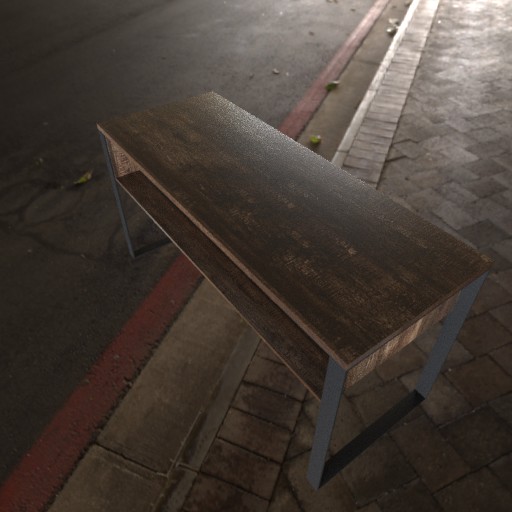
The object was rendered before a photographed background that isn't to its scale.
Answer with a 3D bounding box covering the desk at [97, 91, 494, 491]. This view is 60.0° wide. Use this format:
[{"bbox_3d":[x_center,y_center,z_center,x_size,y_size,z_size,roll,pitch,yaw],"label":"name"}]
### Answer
[{"bbox_3d":[0.000,0.000,1.861,0.599,0.762,1.524,-26,49,-26],"label":"desk"}]
